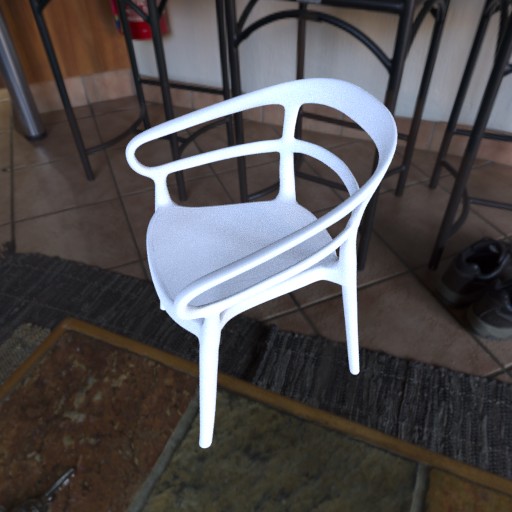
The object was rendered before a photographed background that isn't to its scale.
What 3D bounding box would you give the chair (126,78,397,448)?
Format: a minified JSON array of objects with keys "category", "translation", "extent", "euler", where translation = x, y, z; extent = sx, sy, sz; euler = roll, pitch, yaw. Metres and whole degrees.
[{"category":"chair","translation":[0.000,0.000,1.129],"extent":[0.527,0.761,0.559],"euler":[-15,45,-15]}]
